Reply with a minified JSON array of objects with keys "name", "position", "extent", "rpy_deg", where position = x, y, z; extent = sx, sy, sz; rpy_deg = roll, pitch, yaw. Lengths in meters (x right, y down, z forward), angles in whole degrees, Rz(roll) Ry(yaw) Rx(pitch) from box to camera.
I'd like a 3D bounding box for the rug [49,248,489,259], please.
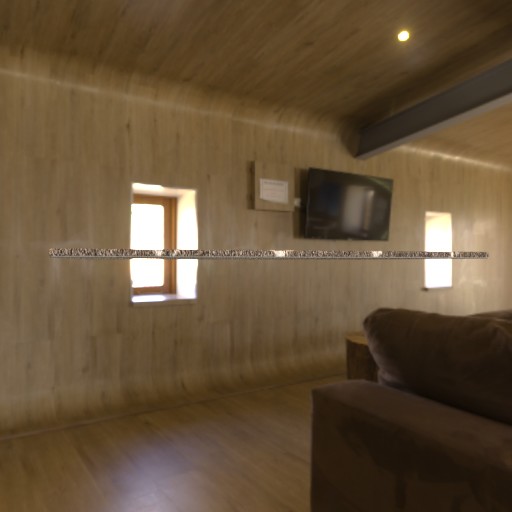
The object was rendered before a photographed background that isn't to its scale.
[{"name":"rug","position":[0.000,0.000,2.258],"extent":[1.778,0.030,1.219],"rpy_deg":[0,-1,-18]}]
